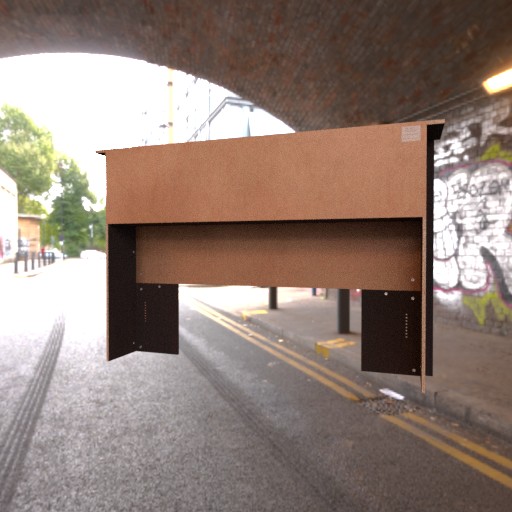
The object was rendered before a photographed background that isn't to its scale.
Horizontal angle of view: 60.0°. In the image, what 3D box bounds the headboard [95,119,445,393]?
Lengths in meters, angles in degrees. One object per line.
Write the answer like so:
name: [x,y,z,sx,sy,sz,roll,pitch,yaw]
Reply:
headboard: [0.000,0.000,2.160,1.671,1.092,0.279,0,1,19]
